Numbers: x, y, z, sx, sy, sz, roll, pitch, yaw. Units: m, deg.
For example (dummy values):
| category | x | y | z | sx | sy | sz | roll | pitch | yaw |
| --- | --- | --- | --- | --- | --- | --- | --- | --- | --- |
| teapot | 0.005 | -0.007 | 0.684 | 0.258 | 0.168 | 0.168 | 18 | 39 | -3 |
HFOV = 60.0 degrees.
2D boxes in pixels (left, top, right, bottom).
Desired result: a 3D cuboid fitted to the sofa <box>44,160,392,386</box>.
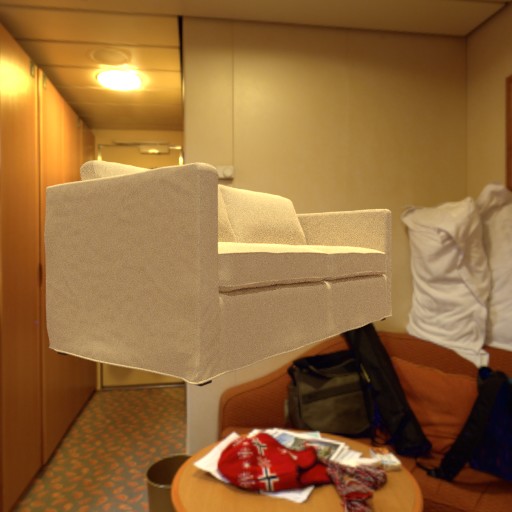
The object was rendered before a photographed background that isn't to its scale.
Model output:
| category | x | y | z | sx | sy | sz | roll | pitch | yaw |
| --- | --- | --- | --- | --- | --- | --- | --- | --- | --- |
| sofa | 0.000 | 0.000 | 2.491 | 0.940 | 0.870 | 1.987 | 0 | 0 | 35 |
